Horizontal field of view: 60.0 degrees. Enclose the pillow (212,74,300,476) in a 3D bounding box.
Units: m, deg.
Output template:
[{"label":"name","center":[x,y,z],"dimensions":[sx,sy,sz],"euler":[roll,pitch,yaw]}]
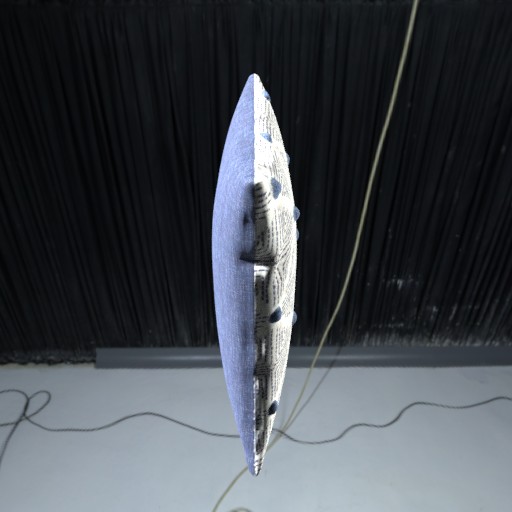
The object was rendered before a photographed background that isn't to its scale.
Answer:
[{"label":"pillow","center":[0.000,0.000,0.779],"dimensions":[0.145,0.510,0.510],"euler":[0,33,0]}]
